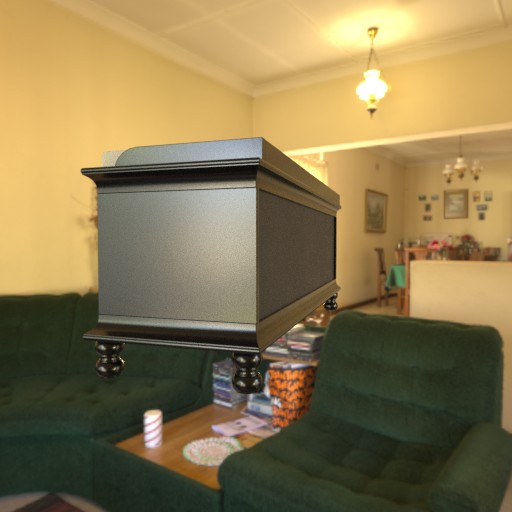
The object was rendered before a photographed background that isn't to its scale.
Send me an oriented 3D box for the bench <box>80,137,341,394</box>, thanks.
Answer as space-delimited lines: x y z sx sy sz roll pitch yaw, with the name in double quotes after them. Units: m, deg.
0.000 0.000 1.453 0.402 0.501 1.185 1 2 18 "bench"
